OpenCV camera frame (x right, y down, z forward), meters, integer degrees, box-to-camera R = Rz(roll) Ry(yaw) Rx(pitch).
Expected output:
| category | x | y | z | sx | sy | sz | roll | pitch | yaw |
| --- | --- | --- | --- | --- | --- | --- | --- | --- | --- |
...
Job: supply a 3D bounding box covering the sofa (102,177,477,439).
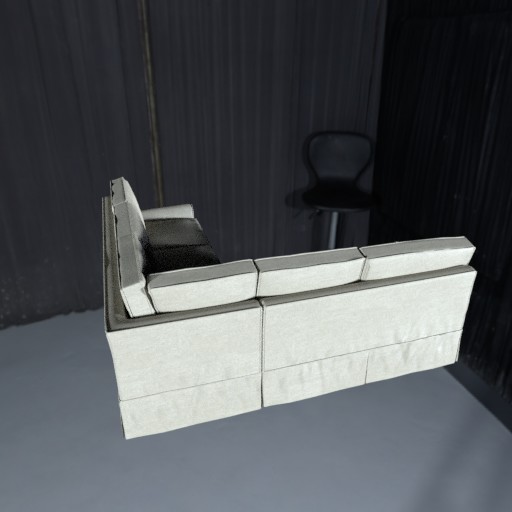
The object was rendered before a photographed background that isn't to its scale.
| category | x | y | z | sx | sy | sz | roll | pitch | yaw |
| --- | --- | --- | --- | --- | --- | --- | --- | --- | --- |
| sofa | 0.000 | 0.000 | 4.094 | 2.618 | 1.081 | 2.623 | -8 | 27 | -16 |
